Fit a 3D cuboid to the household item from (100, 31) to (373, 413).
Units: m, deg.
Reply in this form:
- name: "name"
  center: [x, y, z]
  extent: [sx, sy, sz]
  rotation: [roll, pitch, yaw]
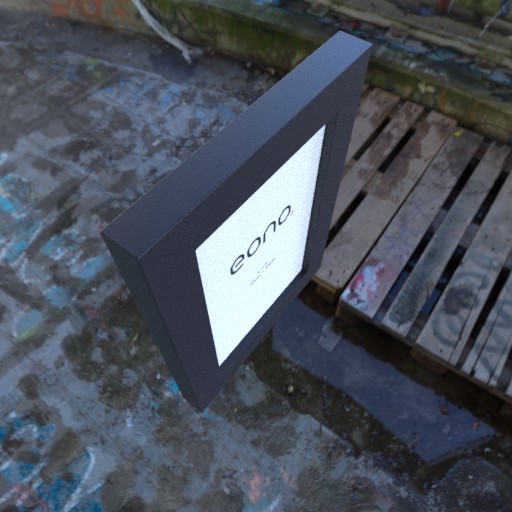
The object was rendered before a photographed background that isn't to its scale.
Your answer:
- name: "household item"
  center: [0.000, 0.000, 0.231]
  extent: [0.022, 0.178, 0.133]
  rotation: [33, 63, 19]
